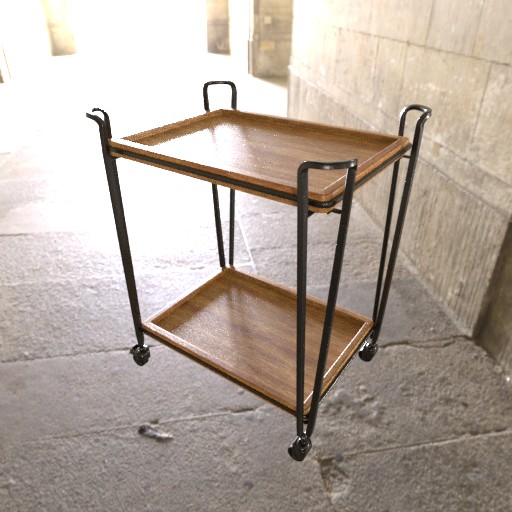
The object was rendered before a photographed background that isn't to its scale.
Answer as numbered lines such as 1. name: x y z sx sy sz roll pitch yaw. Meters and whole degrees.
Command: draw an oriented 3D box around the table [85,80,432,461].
1. table: 0.000 0.000 1.210 0.672 0.785 0.505 20 36 30
